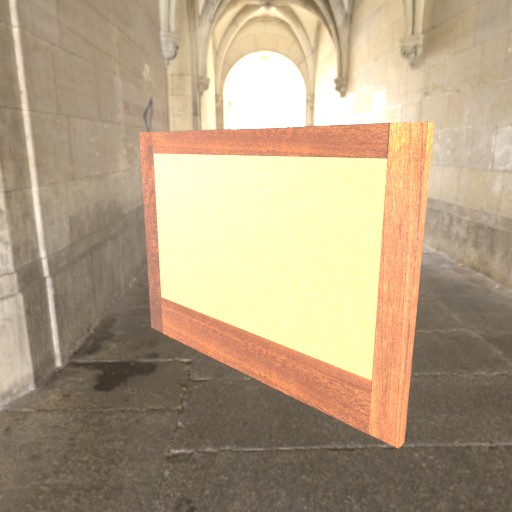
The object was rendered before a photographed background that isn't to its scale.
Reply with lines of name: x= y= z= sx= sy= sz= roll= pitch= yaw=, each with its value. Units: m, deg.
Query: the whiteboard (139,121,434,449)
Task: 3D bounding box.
whiteboard: x=0.000 y=0.000 z=1.013 sx=0.783 sy=0.559 sz=0.083 roll=13 pitch=19 yaw=42
